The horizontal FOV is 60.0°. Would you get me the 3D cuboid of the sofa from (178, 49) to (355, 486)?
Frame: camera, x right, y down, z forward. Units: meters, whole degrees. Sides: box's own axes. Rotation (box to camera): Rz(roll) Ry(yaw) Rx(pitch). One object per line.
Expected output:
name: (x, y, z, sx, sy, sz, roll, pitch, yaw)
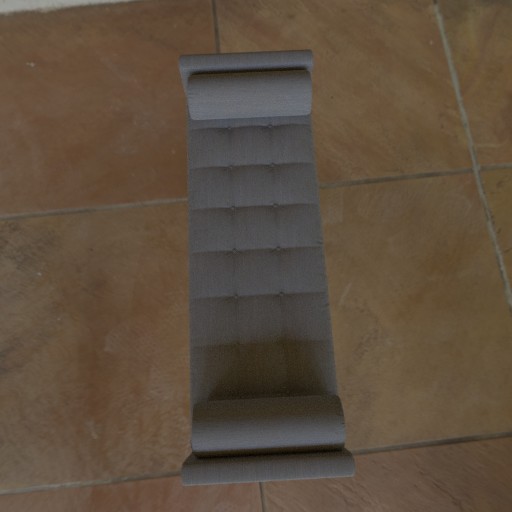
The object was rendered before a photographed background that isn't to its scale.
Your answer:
sofa: (0.000, 0.000, 2.264, 0.686, 0.635, 1.981, -3, 75, -1)
